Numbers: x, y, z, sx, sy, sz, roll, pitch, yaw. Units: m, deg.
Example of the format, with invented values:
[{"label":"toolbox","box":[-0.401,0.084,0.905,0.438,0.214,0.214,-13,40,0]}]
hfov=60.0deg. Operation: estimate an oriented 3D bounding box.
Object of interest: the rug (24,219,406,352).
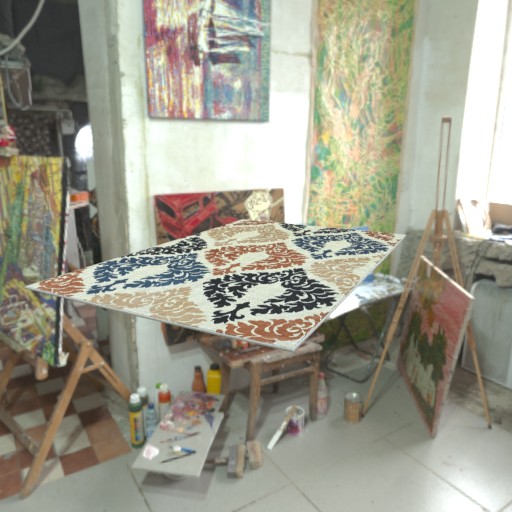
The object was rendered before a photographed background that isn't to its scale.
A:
[{"label":"rug","box":[0.000,0.000,2.904,1.514,0.014,2.275,8,17,27]}]
